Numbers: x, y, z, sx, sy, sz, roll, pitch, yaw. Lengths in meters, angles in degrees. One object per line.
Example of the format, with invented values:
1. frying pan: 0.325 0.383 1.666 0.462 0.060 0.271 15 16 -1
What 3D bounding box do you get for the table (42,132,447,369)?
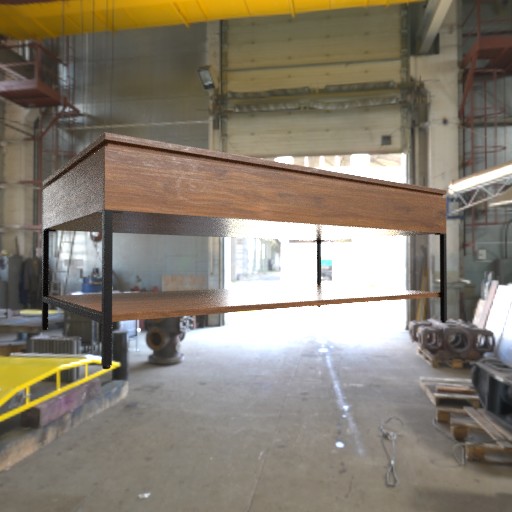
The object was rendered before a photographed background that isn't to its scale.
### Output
1. table: 0.000 0.000 1.311 1.057 0.414 0.574 1 -1 -36
